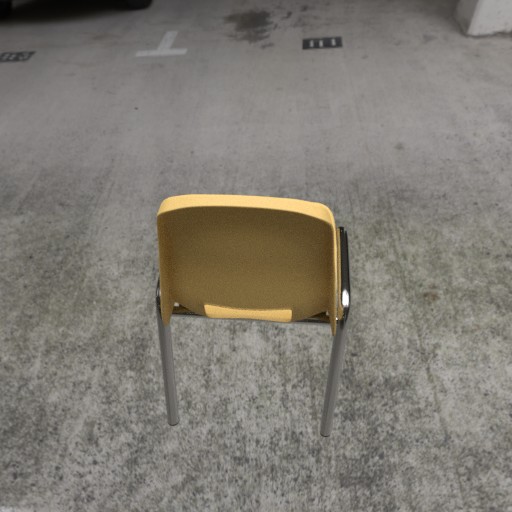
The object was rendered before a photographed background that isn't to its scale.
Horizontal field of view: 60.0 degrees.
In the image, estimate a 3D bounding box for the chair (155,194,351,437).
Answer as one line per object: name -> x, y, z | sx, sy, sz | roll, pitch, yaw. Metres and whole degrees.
chair -> 0.000, 0.000, 0.821 | 0.354, 0.586, 0.423 | 3, 47, 3
